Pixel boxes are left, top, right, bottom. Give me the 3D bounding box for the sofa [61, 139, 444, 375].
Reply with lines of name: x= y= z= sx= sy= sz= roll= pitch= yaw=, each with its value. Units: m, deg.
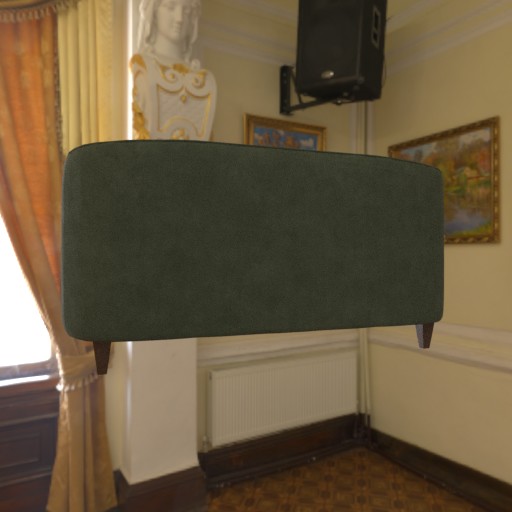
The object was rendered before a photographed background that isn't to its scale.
sofa: x=0.000 y=0.000 z=2.172 sx=1.733 sy=0.855 sz=0.941 roll=0 pitch=0 yaw=-19
